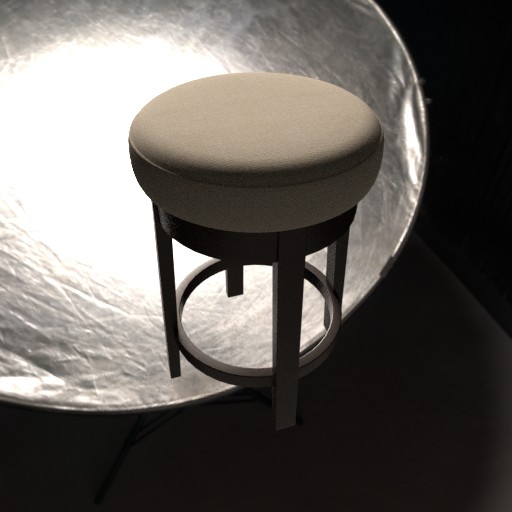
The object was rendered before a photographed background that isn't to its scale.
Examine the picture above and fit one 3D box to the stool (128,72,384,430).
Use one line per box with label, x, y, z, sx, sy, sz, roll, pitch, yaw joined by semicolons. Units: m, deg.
stool;0.000;0.000;0.940;0.449;0.655;0.449;0;41;0
